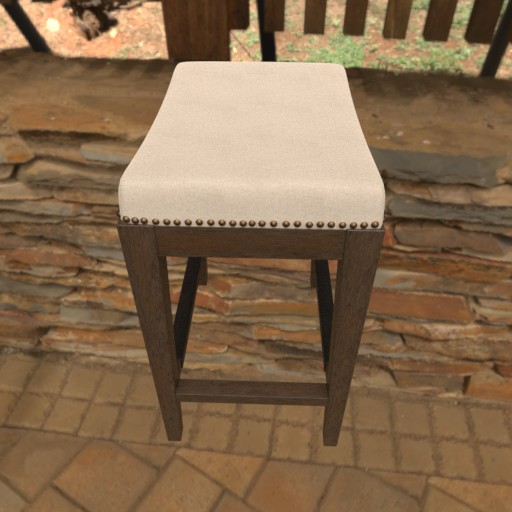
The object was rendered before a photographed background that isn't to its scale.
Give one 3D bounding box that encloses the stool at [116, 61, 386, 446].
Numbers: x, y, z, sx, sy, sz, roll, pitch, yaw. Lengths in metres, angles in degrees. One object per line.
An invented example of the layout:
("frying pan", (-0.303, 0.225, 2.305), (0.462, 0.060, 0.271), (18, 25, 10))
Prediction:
("stool", (0.000, 0.000, 0.925), (0.361, 0.642, 0.500), (1, 41, 1))
